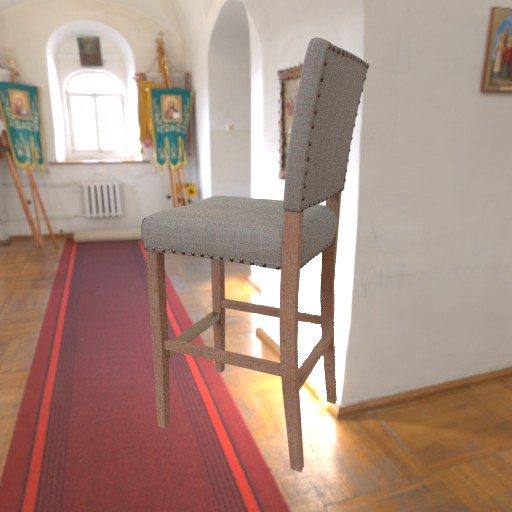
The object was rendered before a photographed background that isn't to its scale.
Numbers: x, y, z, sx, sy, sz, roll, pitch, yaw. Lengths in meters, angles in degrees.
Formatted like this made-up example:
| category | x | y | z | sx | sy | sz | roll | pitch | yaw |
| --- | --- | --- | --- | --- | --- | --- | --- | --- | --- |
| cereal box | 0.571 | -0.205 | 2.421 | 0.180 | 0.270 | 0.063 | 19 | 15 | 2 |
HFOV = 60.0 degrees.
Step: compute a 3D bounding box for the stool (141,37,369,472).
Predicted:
| category | x | y | z | sx | sy | sz | roll | pitch | yaw |
| --- | --- | --- | --- | --- | --- | --- | --- | --- | --- |
| stool | 0.000 | 0.000 | 1.454 | 0.585 | 1.203 | 0.445 | 8 | 18 | 24 |
